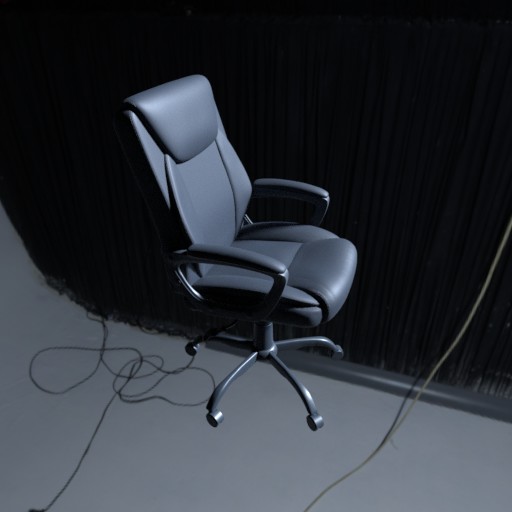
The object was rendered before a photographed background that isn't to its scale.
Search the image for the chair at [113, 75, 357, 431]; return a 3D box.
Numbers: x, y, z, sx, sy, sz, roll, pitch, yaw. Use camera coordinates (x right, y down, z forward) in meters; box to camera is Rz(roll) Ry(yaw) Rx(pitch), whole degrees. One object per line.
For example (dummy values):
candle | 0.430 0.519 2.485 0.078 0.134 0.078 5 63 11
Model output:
chair | 0.000 0.000 1.493 0.655 1.072 0.615 11 33 17
